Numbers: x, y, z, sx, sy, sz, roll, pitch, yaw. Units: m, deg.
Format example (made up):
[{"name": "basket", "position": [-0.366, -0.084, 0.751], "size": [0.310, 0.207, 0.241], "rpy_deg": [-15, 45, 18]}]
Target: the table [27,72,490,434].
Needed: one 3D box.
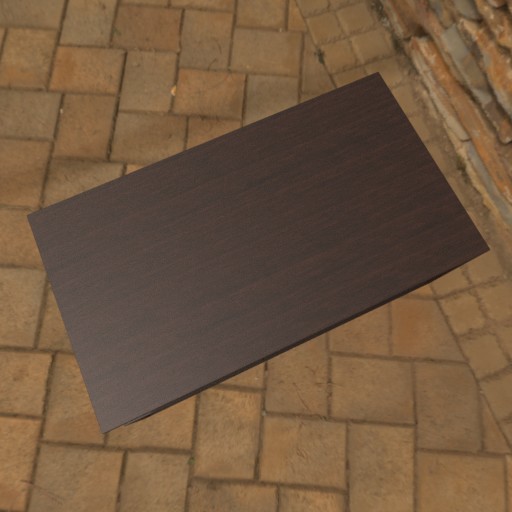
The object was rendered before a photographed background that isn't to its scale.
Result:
[{"name": "table", "position": [0.000, 0.000, 1.367], "size": [1.050, 0.460, 0.590], "rpy_deg": [-24, 76, -6]}]
